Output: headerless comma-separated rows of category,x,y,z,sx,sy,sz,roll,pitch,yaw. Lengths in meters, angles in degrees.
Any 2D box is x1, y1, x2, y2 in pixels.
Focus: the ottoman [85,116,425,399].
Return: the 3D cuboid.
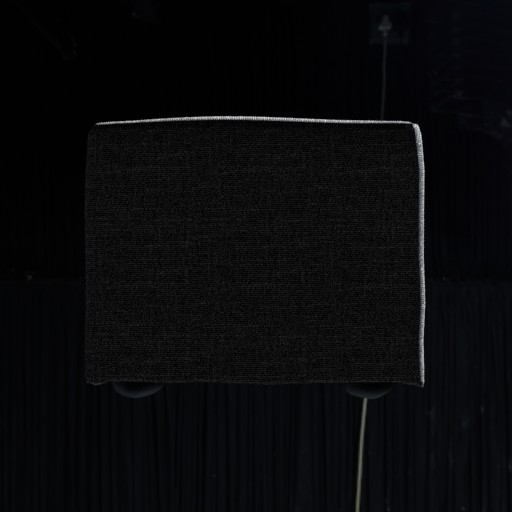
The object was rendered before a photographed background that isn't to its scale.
ottoman,0.000,0.000,0.903,0.512,0.453,0.521,0,0,1
